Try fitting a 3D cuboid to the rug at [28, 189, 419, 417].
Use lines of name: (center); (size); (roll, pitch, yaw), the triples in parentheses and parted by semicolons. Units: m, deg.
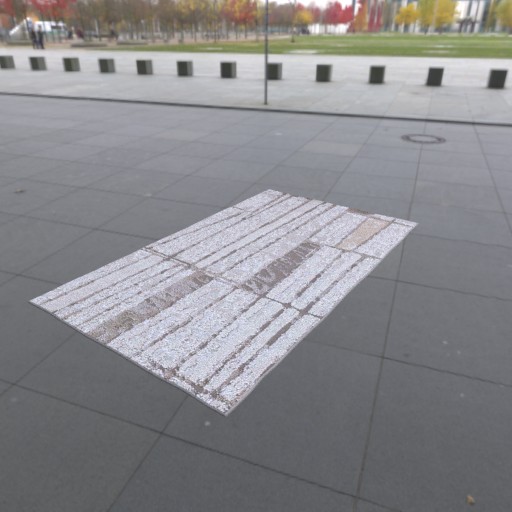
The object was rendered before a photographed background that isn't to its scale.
rug: (0.000, 0.000, 1.073); (0.515, 0.007, 0.867); (18, 32, 31)
